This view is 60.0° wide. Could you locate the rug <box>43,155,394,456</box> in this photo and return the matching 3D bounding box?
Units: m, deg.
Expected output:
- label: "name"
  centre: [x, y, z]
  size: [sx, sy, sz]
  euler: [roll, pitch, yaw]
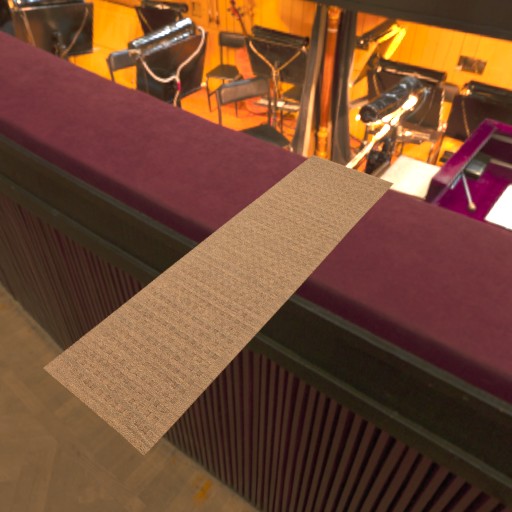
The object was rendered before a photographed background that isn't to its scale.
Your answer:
- label: "rug"
  centre: [0.000, 0.000, 2.650]
  size: [0.688, 0.005, 2.437]
  euler: [27, 49, 26]
